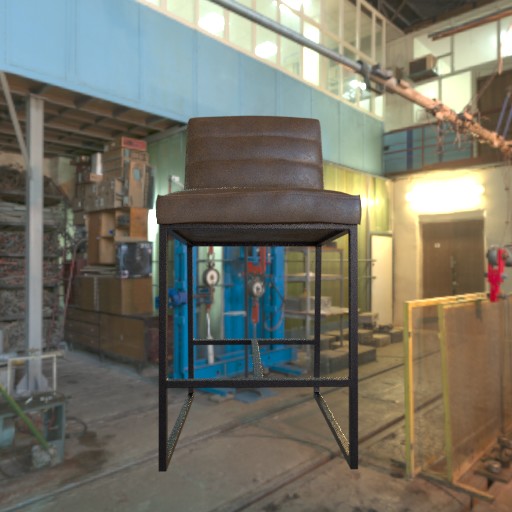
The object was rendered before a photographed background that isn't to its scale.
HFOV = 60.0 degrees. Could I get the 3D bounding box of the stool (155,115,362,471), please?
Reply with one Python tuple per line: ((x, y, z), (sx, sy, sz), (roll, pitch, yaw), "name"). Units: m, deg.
((0.000, 0.000, 1.232), (0.463, 0.942, 0.562), (0, -1, -1), "stool")
